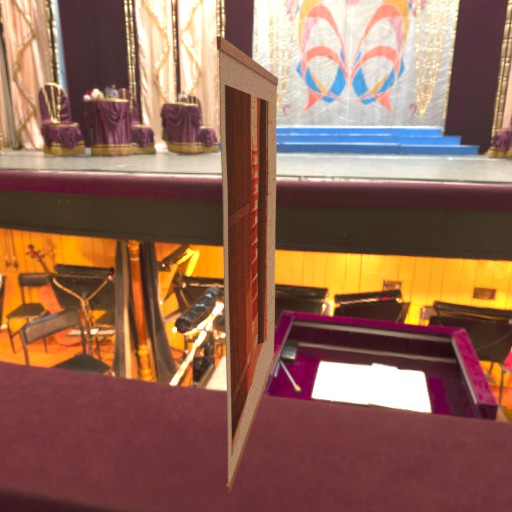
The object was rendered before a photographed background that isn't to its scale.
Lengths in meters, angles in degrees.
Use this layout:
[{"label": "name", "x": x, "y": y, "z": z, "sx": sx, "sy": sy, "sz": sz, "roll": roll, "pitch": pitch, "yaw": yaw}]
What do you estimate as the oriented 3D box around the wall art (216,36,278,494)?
[{"label": "wall art", "x": 0.000, "y": 0.000, "z": 1.893, "sx": 0.019, "sy": 1.527, "sz": 1.019, "roll": 3, "pitch": 16, "yaw": 11}]
